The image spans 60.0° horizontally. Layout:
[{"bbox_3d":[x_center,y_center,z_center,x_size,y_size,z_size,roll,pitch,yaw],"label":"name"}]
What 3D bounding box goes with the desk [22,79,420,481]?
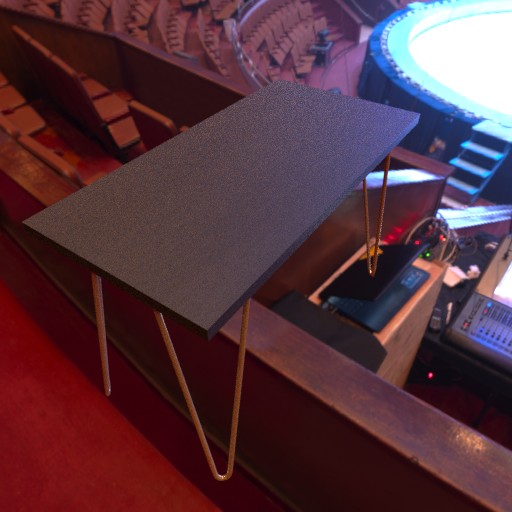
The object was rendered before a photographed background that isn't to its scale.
[{"bbox_3d":[0.000,0.000,1.339,0.499,0.660,0.991,25,47,25],"label":"desk"}]
